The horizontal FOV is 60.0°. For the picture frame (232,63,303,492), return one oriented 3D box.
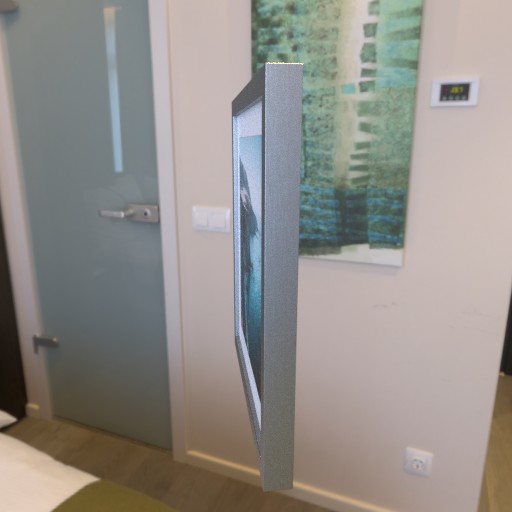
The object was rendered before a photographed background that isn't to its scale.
[{"bbox_3d":[0.000,0.000,1.363,0.073,0.968,0.839,-2,14,-7],"label":"picture frame"}]
